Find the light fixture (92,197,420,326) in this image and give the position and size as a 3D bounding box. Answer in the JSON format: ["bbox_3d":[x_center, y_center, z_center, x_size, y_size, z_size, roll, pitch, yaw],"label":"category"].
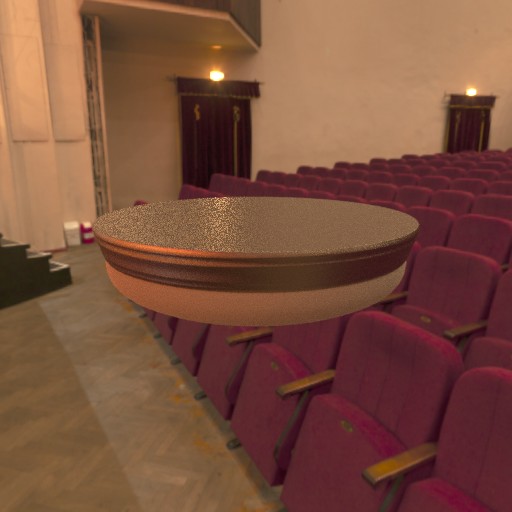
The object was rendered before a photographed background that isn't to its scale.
[{"bbox_3d":[0.000,0.000,0.540,0.368,0.100,0.368,0,14,0],"label":"light fixture"}]
